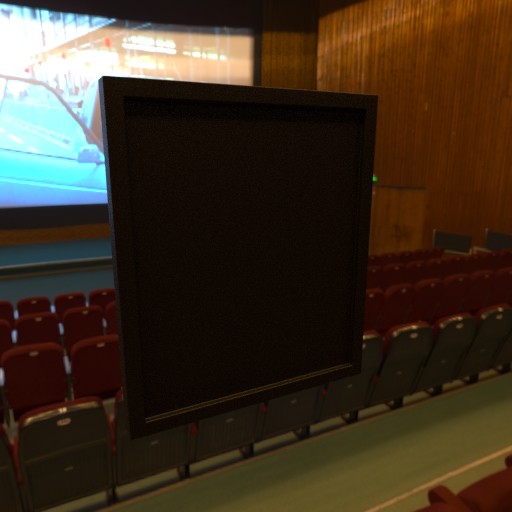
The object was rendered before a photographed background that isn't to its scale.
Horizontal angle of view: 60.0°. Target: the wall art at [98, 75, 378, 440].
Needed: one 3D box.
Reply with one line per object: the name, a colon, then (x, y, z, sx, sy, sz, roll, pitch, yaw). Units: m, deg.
wall art: (0.000, 0.000, 0.533, 0.328, 0.381, 0.028, -7, 15, -27)
